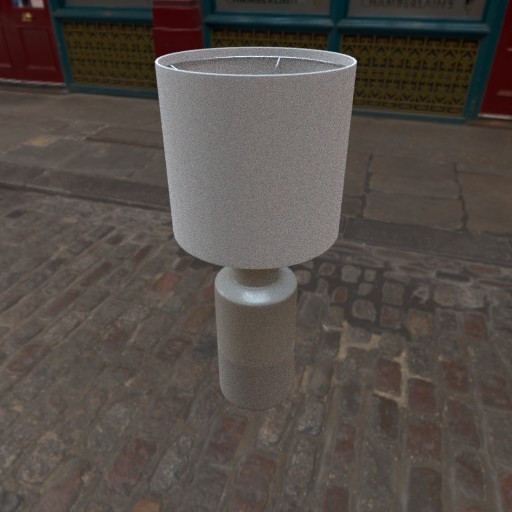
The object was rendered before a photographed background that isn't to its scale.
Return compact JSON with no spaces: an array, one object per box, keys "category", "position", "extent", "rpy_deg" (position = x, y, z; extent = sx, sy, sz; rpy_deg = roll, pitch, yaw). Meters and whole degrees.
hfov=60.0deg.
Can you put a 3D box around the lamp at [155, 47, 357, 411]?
[{"category":"lamp","position":[0.000,0.000,0.601],"extent":[0.212,0.493,0.212],"rpy_deg":[9,32,15]}]
